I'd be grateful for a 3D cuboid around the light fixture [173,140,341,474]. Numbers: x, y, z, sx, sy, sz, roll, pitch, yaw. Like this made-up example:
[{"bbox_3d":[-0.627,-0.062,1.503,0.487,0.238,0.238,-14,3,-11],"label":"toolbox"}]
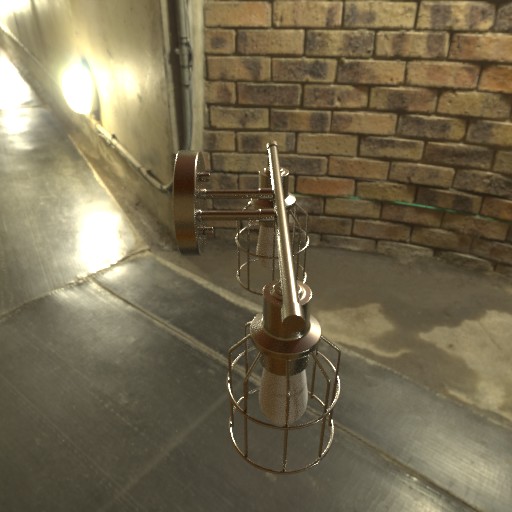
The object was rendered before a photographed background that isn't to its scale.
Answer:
[{"bbox_3d":[0.000,0.000,0.531,0.165,0.254,0.406,0,32,0],"label":"light fixture"}]
